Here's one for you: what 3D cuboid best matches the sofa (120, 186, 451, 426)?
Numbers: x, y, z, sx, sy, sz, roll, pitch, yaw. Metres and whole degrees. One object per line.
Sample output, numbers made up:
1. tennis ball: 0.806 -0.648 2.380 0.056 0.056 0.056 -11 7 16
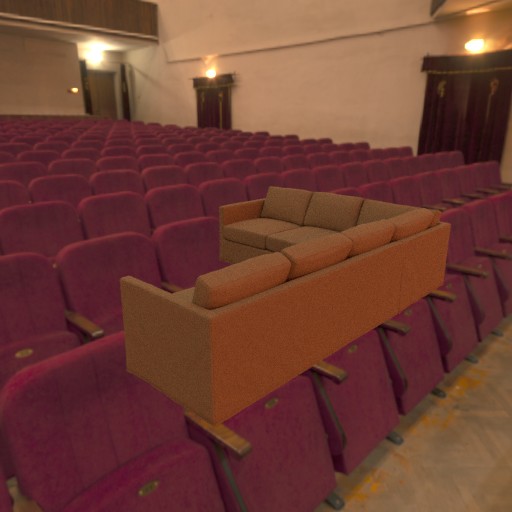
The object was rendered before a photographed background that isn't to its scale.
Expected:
1. sofa: 0.000 0.000 4.243 2.432 0.871 3.182 16 23 42
